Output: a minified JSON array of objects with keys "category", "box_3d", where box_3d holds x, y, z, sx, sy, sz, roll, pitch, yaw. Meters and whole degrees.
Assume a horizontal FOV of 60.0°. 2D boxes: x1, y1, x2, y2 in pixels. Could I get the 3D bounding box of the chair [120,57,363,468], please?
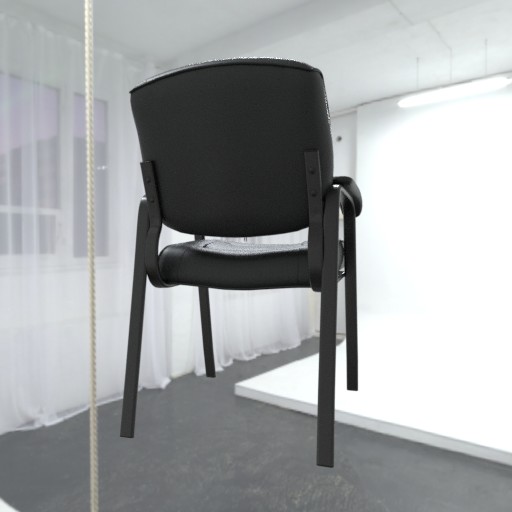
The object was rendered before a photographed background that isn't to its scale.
[{"category":"chair","box_3d":[0.000,0.000,1.308,0.591,0.910,0.668,0,1,18]}]
